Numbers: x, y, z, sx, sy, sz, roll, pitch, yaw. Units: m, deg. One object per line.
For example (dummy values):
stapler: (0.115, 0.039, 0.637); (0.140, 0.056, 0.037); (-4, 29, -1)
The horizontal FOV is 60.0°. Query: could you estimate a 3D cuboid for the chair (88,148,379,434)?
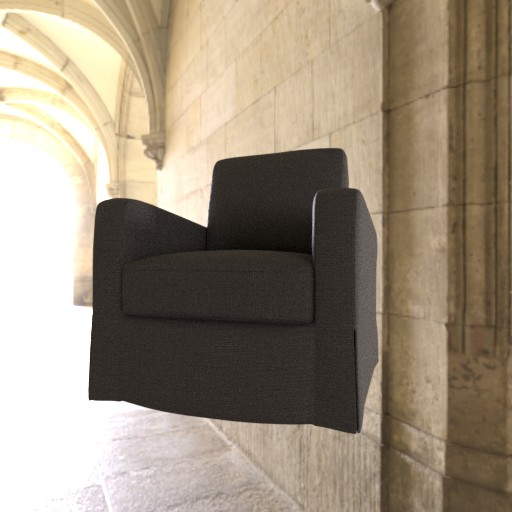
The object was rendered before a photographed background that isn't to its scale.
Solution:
chair: (0.000, 0.000, 1.559); (0.798, 0.855, 0.863); (0, 0, 19)
